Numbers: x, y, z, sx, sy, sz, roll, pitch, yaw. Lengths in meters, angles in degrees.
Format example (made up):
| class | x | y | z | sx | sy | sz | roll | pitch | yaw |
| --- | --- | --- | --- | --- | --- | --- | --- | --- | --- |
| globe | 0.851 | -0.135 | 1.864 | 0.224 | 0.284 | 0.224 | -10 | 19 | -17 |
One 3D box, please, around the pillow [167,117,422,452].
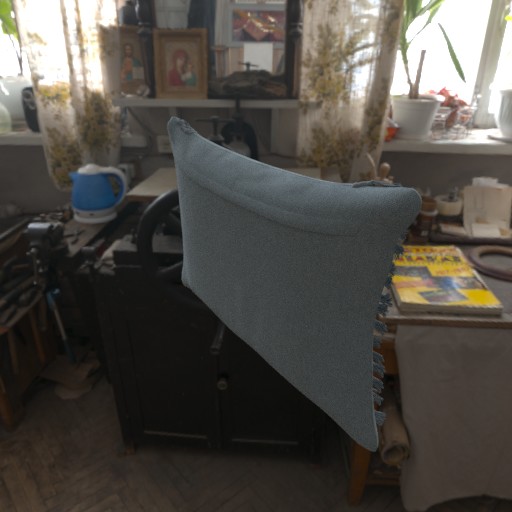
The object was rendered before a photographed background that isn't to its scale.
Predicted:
| class | x | y | z | sx | sy | sz | roll | pitch | yaw |
| --- | --- | --- | --- | --- | --- | --- | --- | --- | --- |
| pillow | 0.000 | 0.000 | 0.591 | 0.084 | 0.305 | 0.466 | -17 | 31 | -31 |
